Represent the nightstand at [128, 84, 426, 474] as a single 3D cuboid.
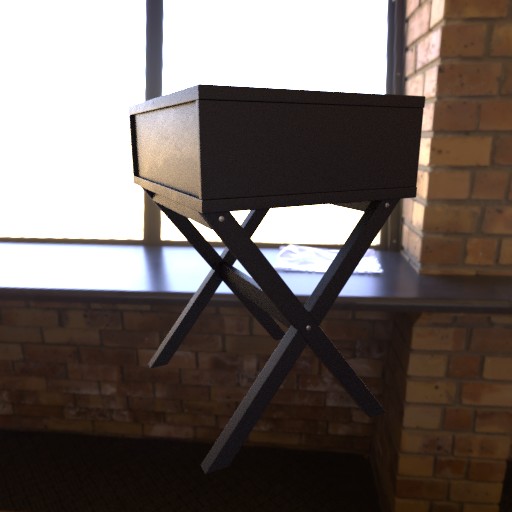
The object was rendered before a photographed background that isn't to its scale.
[{"bbox_3d":[0.000,0.000,0.947,0.402,0.623,0.479,-7,16,-25],"label":"nightstand"}]
